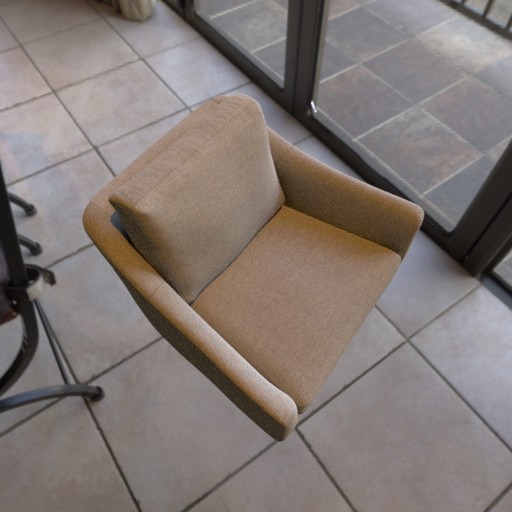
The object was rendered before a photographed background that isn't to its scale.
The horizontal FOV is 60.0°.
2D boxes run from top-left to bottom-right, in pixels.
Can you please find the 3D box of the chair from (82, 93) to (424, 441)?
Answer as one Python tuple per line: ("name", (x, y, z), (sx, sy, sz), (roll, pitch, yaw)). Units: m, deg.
("chair", (0.000, 0.000, 1.760), (0.961, 0.902, 0.986), (32, 63, 18))
